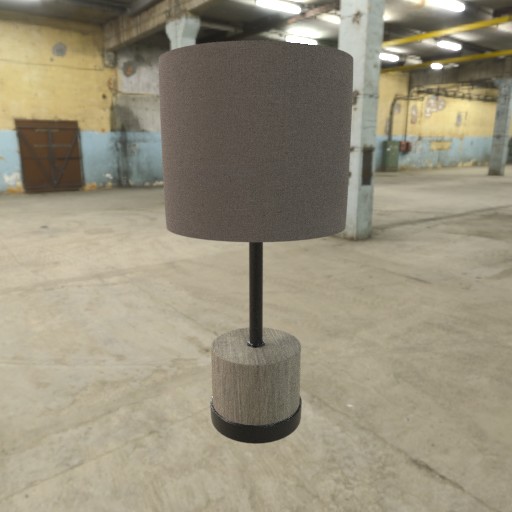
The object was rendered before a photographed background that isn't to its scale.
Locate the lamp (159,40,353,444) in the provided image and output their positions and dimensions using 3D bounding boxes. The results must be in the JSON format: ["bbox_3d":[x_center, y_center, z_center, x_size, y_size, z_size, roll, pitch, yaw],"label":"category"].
[{"bbox_3d":[0.000,0.000,0.581,0.229,0.470,0.229,-2,14,-8],"label":"lamp"}]
